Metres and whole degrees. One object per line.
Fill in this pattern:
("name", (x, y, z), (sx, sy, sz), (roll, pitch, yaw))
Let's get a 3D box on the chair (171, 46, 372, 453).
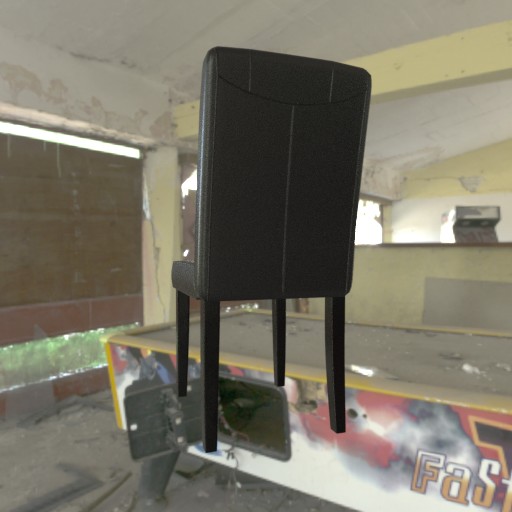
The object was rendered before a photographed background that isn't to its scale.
("chair", (0.000, 0.000, 1.235), (0.399, 0.897, 0.556), (0, 1, -19))
